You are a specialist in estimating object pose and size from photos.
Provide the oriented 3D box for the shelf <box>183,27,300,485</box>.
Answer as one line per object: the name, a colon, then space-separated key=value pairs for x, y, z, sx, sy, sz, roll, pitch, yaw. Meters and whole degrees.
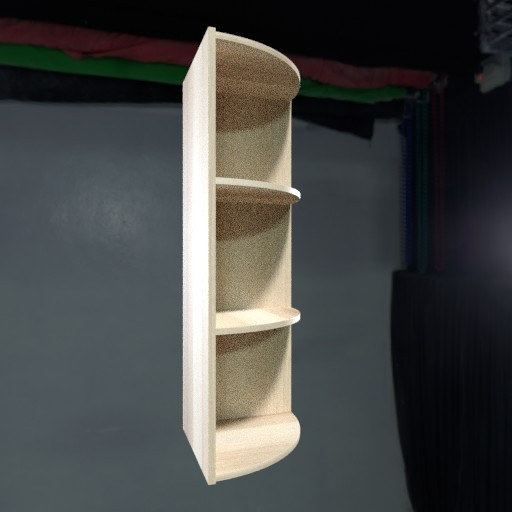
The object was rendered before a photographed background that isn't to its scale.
shelf: x=0.000 y=0.000 z=1.027 sx=0.290 sy=0.872 sz=0.290 roll=0 pitch=0 yaw=-19
